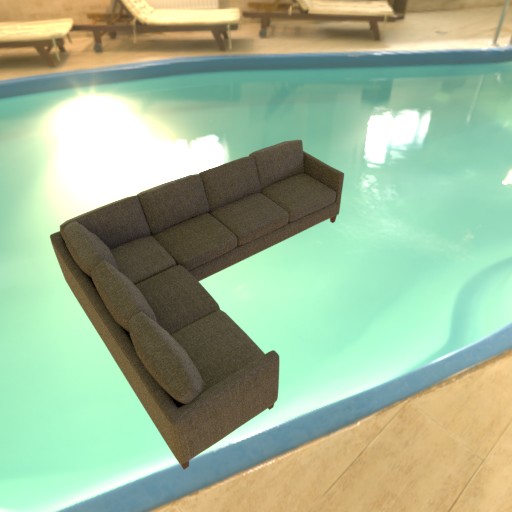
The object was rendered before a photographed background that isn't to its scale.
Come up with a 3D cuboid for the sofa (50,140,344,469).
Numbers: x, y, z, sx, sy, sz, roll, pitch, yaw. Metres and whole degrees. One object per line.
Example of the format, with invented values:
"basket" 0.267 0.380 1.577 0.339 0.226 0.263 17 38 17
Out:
"sofa" 0.000 0.000 4.553 3.302 0.947 2.593 -26 46 -27
